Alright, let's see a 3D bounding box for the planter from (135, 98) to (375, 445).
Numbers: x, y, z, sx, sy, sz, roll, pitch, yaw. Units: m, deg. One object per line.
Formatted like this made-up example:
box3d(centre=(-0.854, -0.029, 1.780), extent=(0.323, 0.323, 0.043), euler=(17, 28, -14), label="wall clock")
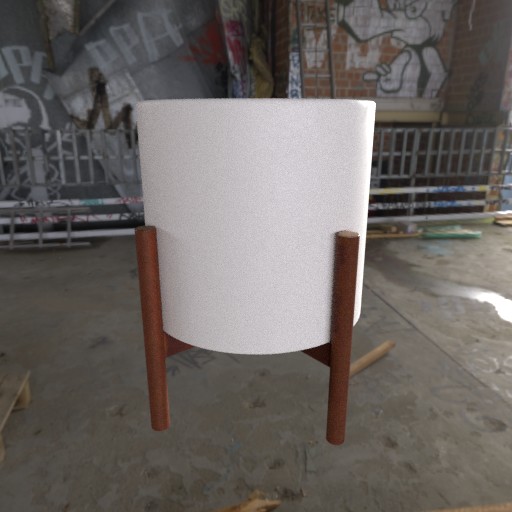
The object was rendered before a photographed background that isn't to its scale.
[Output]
box3d(centre=(0.000, 0.000, 0.886), extent=(0.421, 0.581, 0.420), euler=(3, 18, 8), label="planter")
